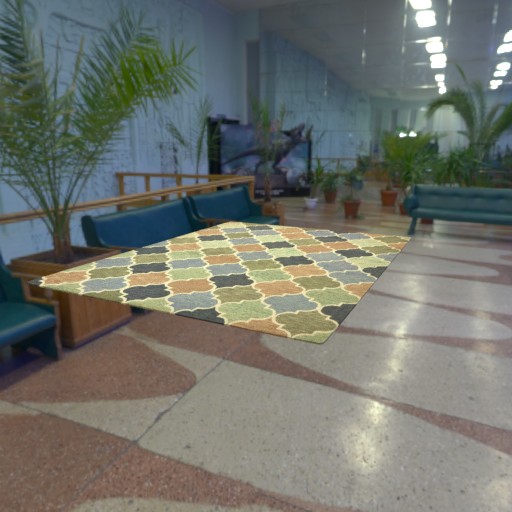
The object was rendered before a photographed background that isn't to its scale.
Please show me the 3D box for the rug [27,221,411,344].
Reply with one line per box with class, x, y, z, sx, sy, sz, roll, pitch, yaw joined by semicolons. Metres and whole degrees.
rug;0.000;0.000;4.317;2.439;0.013;3.200;7;16;26
